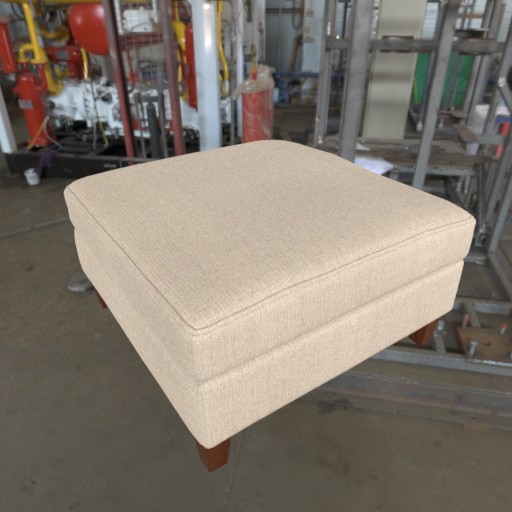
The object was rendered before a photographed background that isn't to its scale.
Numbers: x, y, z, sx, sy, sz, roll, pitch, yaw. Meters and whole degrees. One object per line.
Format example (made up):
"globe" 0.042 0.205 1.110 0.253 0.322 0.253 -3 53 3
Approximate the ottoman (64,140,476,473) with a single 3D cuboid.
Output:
"ottoman" 0.000 0.000 1.303 0.838 0.481 0.838 -19 35 -29
